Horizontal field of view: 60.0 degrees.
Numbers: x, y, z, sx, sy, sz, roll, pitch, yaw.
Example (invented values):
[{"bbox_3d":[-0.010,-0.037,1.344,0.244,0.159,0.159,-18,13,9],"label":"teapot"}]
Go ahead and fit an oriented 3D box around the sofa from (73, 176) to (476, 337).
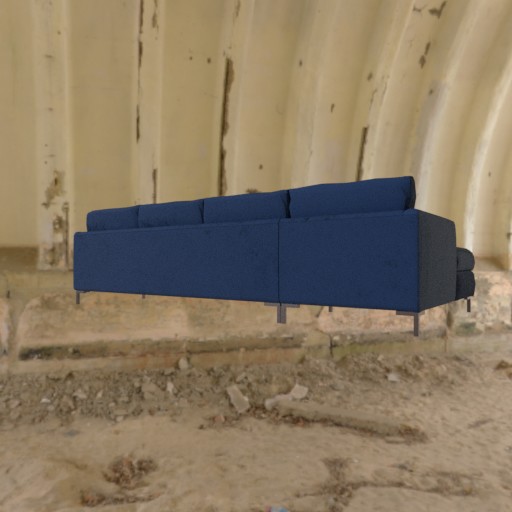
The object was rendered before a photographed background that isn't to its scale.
[{"bbox_3d":[0.000,0.000,2.909,2.450,0.679,1.128,-1,-1,35],"label":"sofa"}]
